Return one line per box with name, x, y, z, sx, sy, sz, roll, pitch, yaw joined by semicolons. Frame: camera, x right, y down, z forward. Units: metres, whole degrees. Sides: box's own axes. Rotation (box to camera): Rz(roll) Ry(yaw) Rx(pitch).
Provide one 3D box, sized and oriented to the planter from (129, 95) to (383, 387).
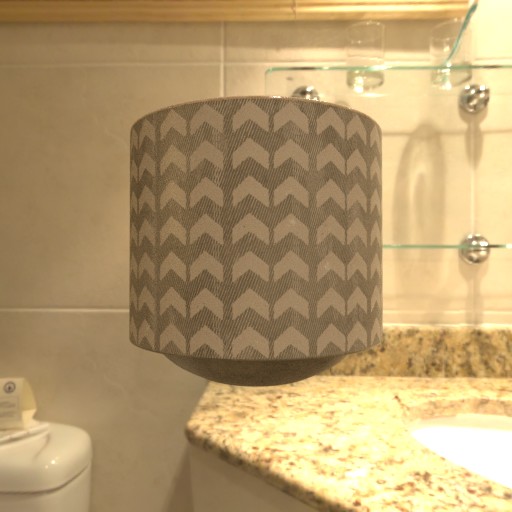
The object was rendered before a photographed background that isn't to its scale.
planter;0.000;0.000;0.456;0.250;0.239;0.250;0;-1;0
